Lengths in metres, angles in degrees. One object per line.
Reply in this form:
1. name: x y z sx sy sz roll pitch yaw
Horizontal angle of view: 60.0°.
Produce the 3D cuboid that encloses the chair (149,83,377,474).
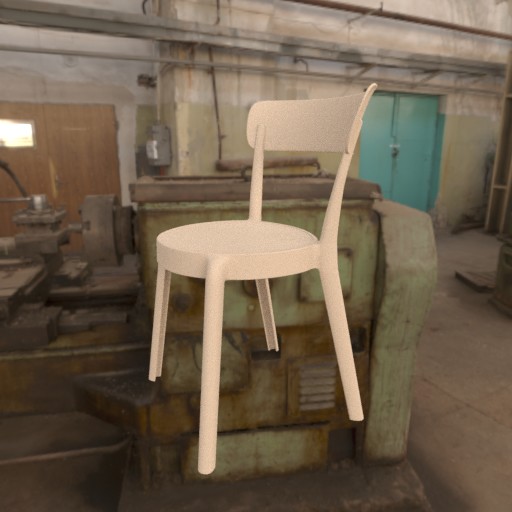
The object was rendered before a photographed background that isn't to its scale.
1. chair: 0.000 0.000 1.125 0.491 0.790 0.506 -7 16 -26
